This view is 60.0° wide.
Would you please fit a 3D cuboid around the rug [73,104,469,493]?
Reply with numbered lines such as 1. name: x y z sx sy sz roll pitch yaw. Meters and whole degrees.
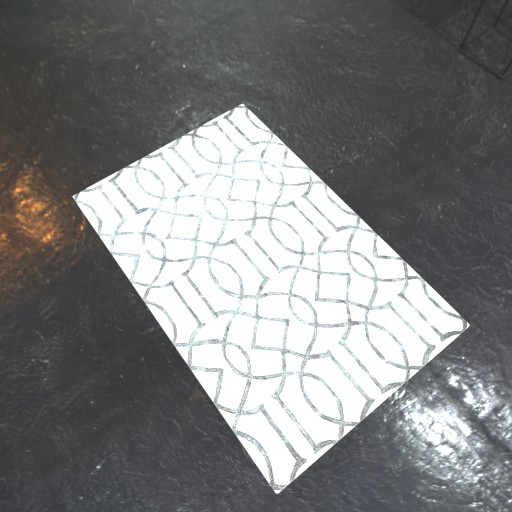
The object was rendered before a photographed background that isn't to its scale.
1. rug: 0.000 0.000 2.957 1.521 0.017 2.365 -34 67 -16
